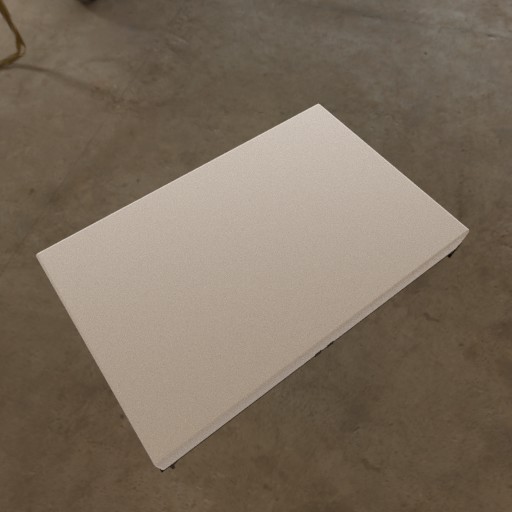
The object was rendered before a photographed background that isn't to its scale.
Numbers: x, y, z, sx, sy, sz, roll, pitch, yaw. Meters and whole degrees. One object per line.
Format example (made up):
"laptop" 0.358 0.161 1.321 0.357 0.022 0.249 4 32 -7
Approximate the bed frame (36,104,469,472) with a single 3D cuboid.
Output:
"bed frame" 0.000 0.000 3.774 2.987 0.440 1.930 -32 64 -18
